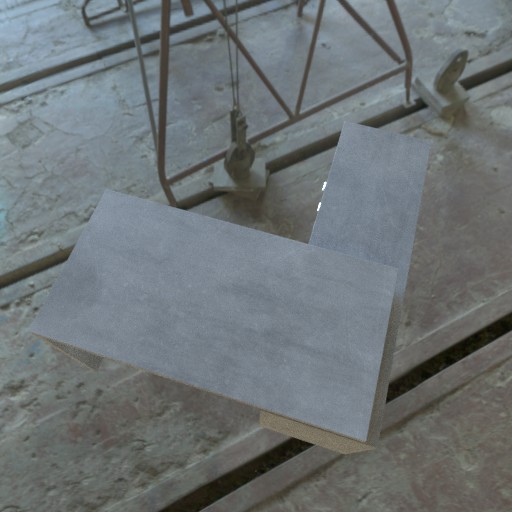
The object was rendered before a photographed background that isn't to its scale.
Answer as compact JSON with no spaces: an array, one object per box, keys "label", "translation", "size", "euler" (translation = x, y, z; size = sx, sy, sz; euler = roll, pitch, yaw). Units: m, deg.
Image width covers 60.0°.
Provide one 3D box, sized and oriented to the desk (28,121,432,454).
[{"label":"desk","translation":[0.000,0.000,2.288],"size":[1.400,0.740,1.500],"euler":[16,65,7]}]
